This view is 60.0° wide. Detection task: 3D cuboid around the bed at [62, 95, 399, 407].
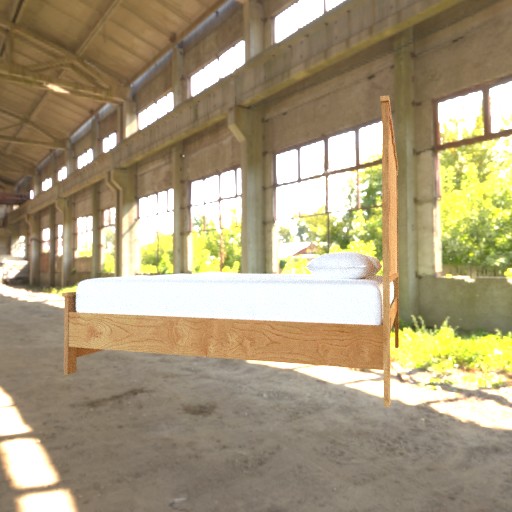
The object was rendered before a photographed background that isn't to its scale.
[{"bbox_3d":[0.000,0.000,4.207,2.530,1.938,2.225,0,-1,19],"label":"bed"}]
